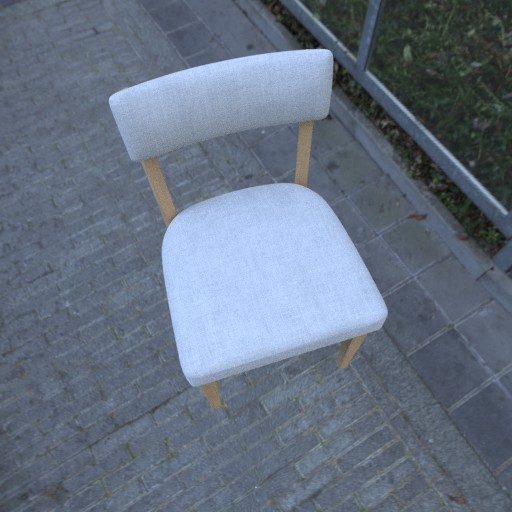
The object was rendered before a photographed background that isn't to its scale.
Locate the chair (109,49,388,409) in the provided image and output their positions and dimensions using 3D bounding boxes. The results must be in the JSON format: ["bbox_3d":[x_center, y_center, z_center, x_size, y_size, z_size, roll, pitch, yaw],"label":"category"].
[{"bbox_3d":[0.000,0.000,1.184,0.508,0.832,0.572,-15,64,-8],"label":"chair"}]
